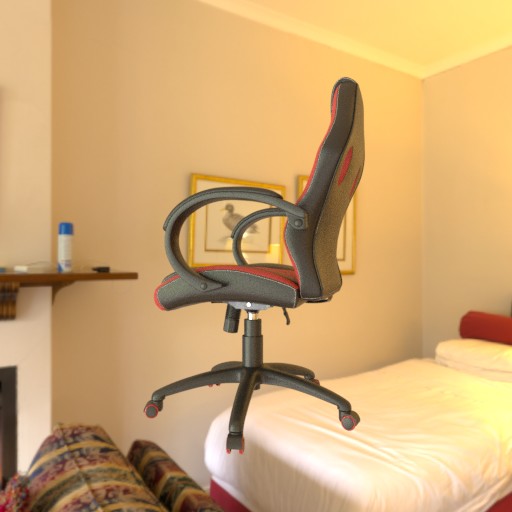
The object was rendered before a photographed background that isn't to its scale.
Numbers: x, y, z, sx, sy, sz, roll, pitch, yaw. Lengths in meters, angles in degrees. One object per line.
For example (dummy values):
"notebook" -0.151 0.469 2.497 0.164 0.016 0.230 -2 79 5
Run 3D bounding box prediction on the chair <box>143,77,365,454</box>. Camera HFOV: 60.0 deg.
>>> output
"chair" 0.000 0.000 1.675 0.783 1.189 0.750 0 0 18
